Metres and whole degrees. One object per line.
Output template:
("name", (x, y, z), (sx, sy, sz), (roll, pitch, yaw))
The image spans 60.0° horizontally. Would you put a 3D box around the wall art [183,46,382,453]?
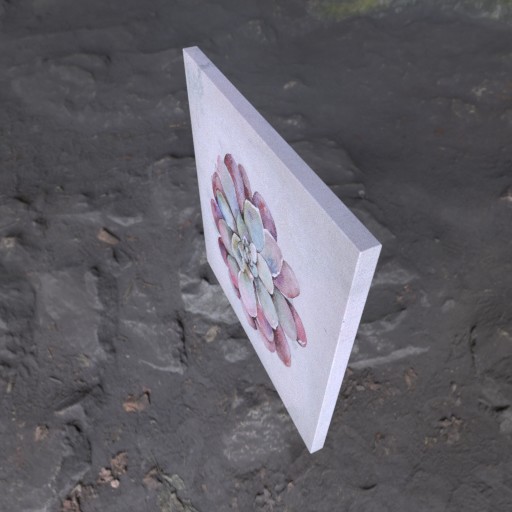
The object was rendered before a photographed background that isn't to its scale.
("wall art", (0.000, 0.000, 1.126), (0.041, 0.762, 0.762), (-19, 49, -17))
